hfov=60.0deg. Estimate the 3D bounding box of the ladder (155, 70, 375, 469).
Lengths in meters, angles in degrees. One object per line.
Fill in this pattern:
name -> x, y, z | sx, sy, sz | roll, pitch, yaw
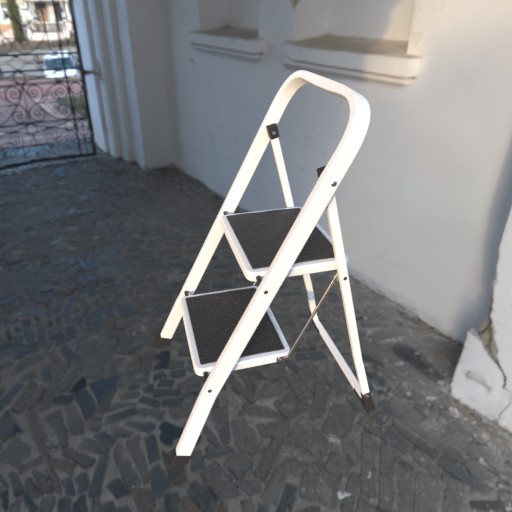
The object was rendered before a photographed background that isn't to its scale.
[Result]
ladder -> 0.000, 0.000, 1.084 | 0.544, 0.810, 0.460 | -8, 31, -13
